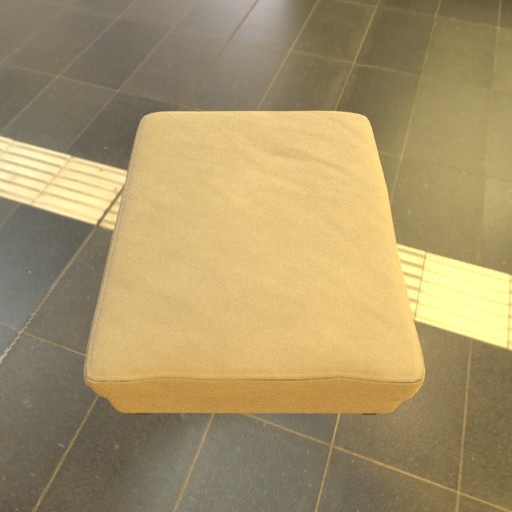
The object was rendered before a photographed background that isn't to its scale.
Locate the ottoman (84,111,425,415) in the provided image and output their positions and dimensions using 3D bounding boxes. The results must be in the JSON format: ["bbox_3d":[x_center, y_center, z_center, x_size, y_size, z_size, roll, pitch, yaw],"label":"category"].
[{"bbox_3d":[0.000,0.000,1.470,0.836,0.492,1.002,0,55,0],"label":"ottoman"}]
